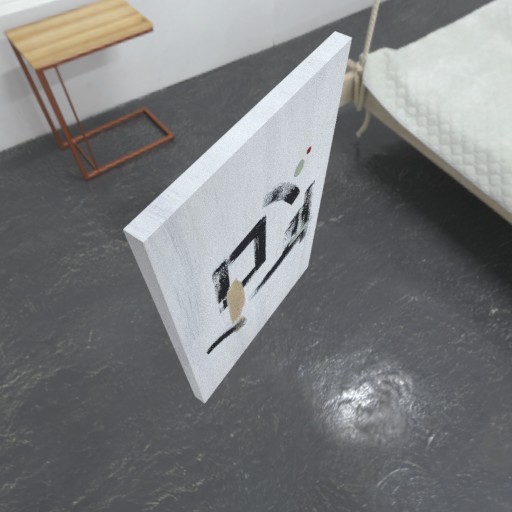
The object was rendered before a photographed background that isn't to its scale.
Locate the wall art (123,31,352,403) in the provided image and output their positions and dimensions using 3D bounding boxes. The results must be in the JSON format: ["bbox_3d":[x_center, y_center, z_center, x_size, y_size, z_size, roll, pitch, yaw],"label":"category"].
[{"bbox_3d":[0.000,0.000,1.167,0.043,0.914,0.624,31,63,18],"label":"wall art"}]
